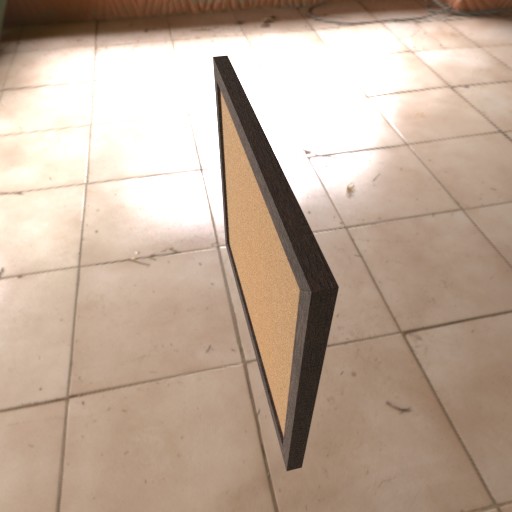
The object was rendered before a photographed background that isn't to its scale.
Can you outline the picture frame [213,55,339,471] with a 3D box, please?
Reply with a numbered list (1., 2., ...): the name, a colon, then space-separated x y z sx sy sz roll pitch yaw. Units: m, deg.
1. picture frame: 0.000 0.000 0.749 0.026 0.455 0.546 -10 46 -9
